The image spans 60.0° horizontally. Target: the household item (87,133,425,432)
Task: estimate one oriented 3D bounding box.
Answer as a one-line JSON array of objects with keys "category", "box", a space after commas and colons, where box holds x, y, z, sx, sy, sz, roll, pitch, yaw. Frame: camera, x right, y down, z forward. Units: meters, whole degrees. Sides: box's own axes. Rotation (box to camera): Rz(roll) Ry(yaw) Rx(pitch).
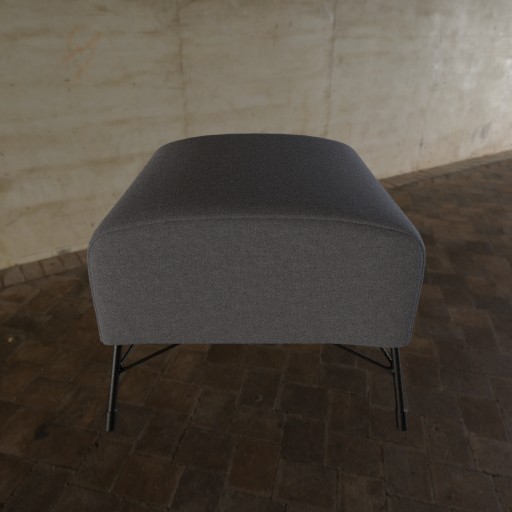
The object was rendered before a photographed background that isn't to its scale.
[{"category": "household item", "box": [0.000, 0.000, 0.909, 0.530, 0.410, 0.530, 0, 28, 0]}]
